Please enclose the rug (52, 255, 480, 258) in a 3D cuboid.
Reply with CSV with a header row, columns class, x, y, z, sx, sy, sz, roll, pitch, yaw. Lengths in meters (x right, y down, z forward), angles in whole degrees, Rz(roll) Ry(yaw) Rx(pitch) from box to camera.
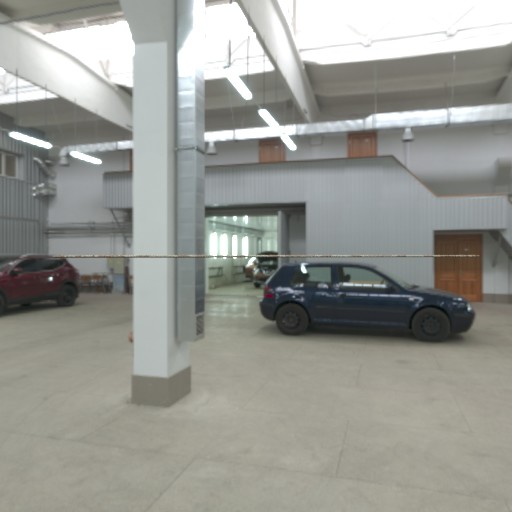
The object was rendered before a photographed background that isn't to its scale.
class,x,y,z,sx,sy,sz,roll,pitch,yaw
rug,0.000,0.000,3.079,2.435,0.011,1.526,0,0,-19
